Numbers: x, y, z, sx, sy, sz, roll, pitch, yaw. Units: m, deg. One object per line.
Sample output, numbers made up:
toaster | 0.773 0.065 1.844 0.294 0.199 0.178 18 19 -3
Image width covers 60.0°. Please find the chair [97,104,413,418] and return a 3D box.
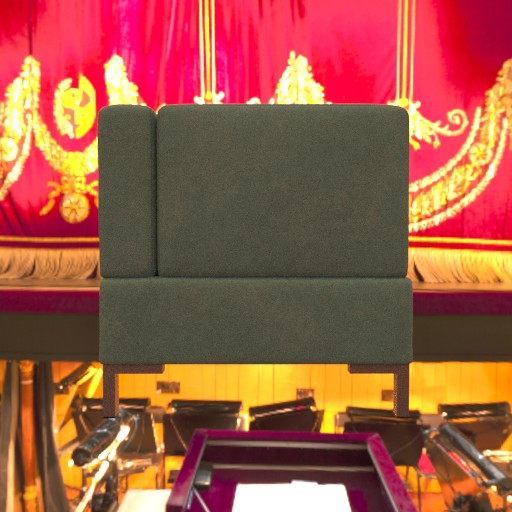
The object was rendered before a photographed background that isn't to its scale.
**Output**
chair | 0.000 0.000 1.237 0.680 0.660 0.680 0 2 0
